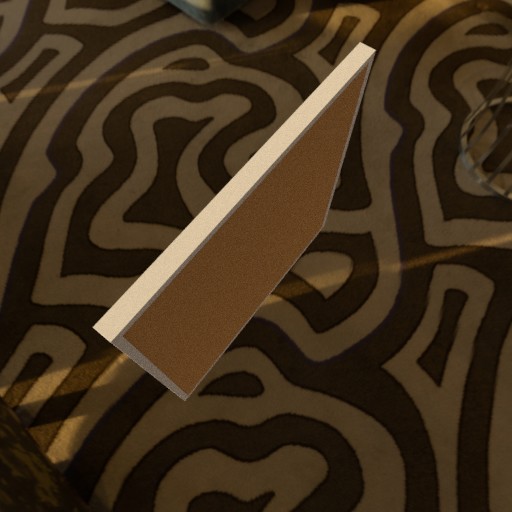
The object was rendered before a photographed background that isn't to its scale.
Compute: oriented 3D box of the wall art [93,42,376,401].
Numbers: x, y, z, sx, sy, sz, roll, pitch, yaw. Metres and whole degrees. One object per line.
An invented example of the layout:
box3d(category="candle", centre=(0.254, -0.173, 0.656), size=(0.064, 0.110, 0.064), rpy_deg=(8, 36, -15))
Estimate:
box3d(category="wall art", centre=(0.000, 0.000, 1.136), size=(0.038, 0.762, 0.762), rpy_deg=(35, 70, 15))
